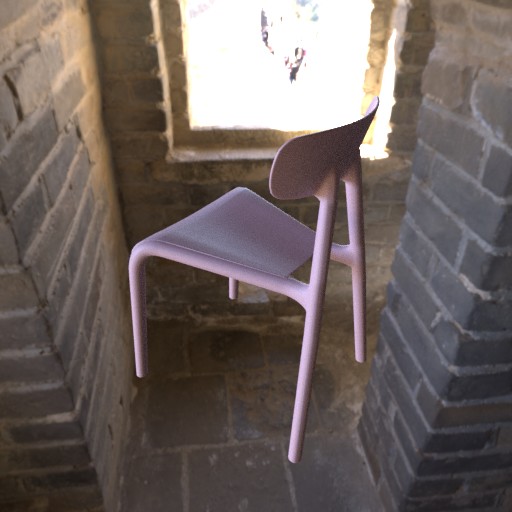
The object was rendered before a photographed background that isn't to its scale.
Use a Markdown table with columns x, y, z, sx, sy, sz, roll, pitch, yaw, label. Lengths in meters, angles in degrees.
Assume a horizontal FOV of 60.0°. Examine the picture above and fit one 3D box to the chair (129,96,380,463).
| x | y | z | sx | sy | sz | roll | pitch | yaw | label |
| --- | --- | --- | --- | --- | --- | --- | --- | --- | --- |
| 0.000 | 0.000 | 0.843 | 0.401 | 0.580 | 0.356 | 21 | 38 | 29 | chair |
